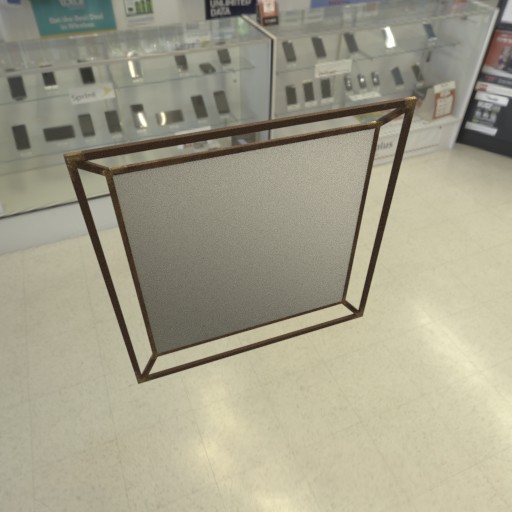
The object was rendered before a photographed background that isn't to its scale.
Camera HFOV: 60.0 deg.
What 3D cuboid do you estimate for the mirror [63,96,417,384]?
[{"bbox_3d":[0.000,0.000,0.941,0.610,0.610,0.032,-14,44,-15],"label":"mirror"}]
